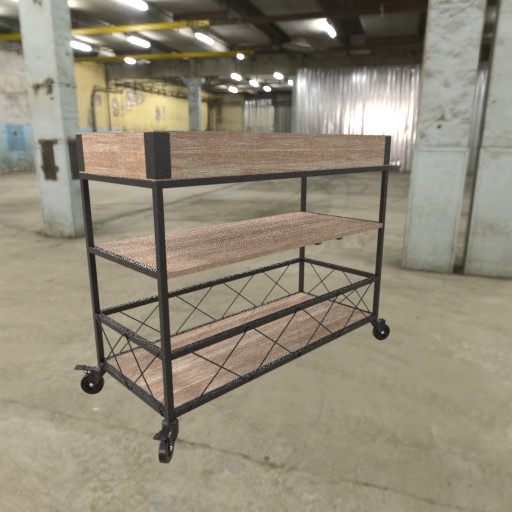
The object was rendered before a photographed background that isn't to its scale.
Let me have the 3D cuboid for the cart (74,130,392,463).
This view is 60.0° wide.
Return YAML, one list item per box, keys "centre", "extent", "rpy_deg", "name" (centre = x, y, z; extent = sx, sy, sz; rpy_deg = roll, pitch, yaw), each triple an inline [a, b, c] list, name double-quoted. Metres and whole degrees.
- centre: [0.000, 0.000, 1.488]
  extent: [1.101, 0.787, 0.500]
  rpy_deg: [-13, 20, -42]
  name: "cart"
